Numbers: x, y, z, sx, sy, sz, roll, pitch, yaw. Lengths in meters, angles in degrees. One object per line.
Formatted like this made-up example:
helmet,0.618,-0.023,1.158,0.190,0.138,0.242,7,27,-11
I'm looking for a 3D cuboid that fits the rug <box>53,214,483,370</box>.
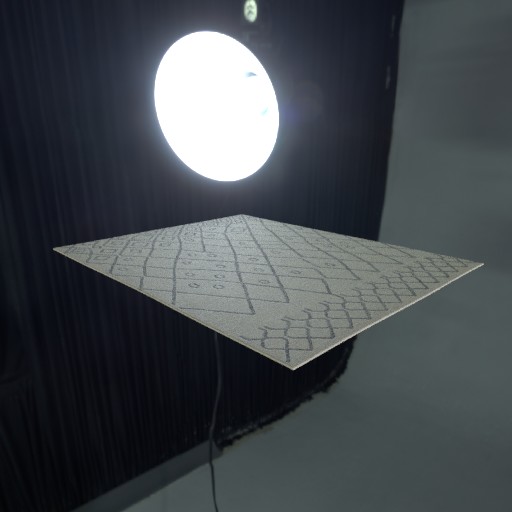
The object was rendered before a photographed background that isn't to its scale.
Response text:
rug,0.000,0.000,3.993,2.446,0.015,3.046,-15,22,-42
